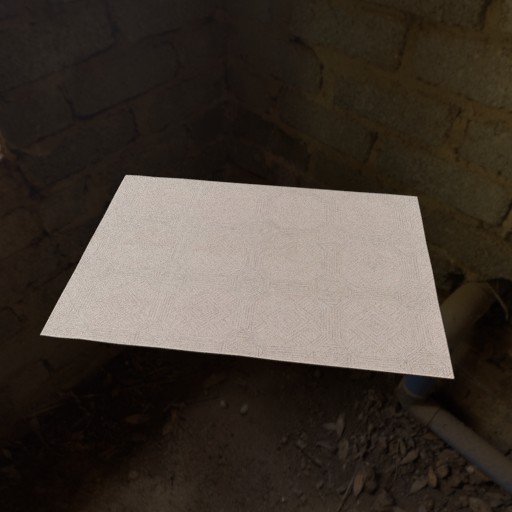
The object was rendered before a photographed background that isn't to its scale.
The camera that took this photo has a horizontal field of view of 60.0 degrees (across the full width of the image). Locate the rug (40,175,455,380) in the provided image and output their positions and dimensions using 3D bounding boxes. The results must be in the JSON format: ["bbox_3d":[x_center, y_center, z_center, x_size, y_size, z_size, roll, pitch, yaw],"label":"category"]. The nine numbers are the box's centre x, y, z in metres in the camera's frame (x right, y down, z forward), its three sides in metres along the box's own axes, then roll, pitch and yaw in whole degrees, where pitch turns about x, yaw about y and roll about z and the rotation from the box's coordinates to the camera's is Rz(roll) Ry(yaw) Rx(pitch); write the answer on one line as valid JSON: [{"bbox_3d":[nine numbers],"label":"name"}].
[{"bbox_3d":[0.000,0.000,2.364,1.839,0.009,1.236,5,47,5],"label":"rug"}]
